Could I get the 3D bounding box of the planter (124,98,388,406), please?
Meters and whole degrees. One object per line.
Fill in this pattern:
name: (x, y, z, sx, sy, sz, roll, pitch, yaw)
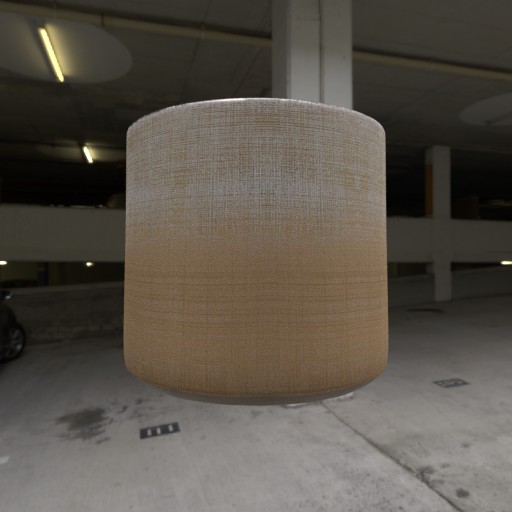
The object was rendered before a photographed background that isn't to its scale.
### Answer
planter: (0.000, 0.000, 0.386, 0.221, 0.201, 0.221, 0, 0, 0)
